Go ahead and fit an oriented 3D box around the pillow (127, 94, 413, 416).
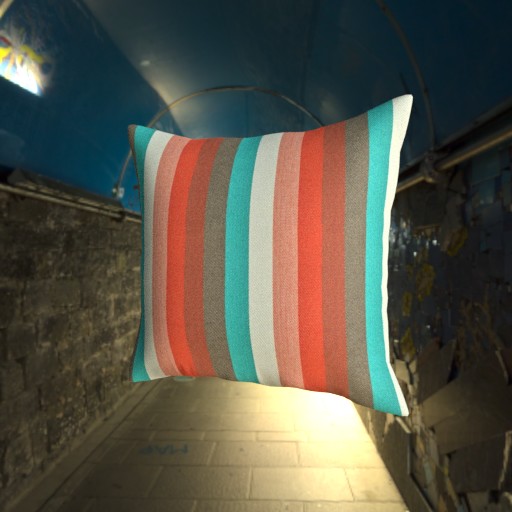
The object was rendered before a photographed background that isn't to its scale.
[{"bbox_3d":[0.000,0.000,0.681,0.453,0.443,0.168,0,0,18],"label":"pillow"}]
